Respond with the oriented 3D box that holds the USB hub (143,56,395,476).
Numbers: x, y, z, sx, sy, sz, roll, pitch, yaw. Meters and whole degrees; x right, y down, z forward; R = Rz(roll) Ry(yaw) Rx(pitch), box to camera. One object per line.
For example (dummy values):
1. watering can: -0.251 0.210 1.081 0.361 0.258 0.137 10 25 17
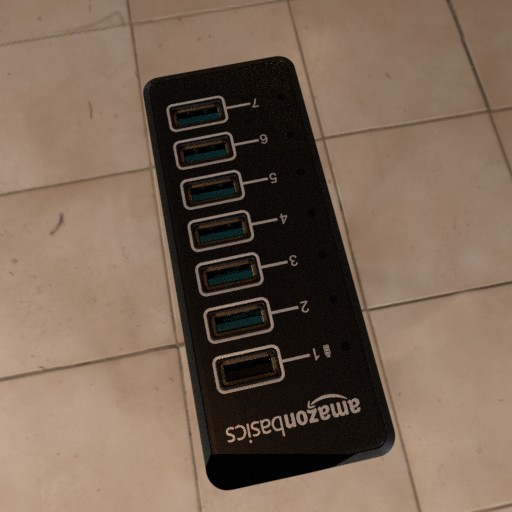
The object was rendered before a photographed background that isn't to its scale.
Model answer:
1. USB hub: 0.000 0.000 0.124 0.044 0.023 0.110 -12 75 -3
